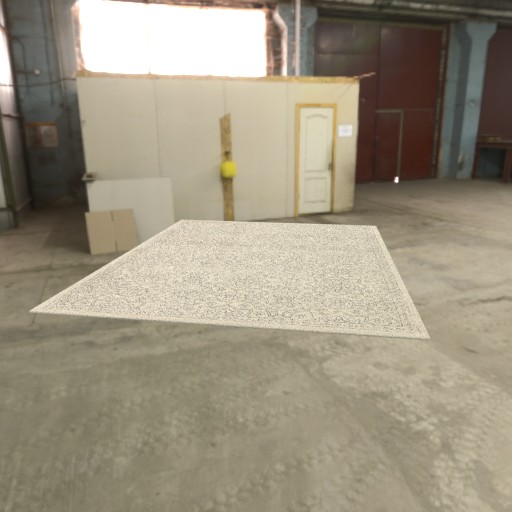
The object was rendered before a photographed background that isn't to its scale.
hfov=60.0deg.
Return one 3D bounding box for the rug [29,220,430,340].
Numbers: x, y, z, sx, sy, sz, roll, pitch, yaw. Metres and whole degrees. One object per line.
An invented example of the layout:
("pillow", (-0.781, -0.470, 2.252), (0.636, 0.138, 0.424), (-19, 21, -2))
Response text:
("rug", (0.000, 0.000, 4.076), (2.441, 0.015, 3.050), (3, 16, 9))
